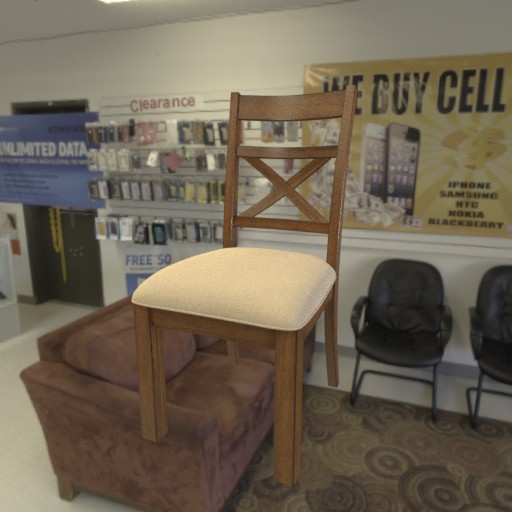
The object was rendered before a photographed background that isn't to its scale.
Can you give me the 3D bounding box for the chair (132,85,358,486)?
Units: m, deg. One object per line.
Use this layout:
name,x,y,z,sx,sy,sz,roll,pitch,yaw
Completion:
chair,0.000,0.000,1.256,0.461,0.949,0.581,6,15,24
